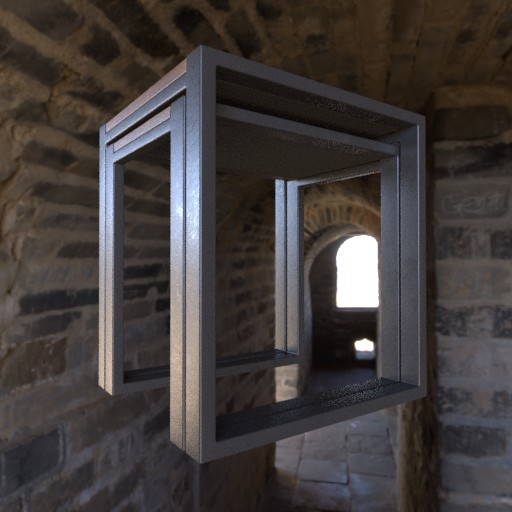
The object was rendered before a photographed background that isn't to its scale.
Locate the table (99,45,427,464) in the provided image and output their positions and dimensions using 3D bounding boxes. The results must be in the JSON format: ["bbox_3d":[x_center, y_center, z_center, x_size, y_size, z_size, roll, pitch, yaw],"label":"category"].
[{"bbox_3d":[0.000,0.000,0.904,0.500,0.550,0.449,0,-1,-36],"label":"table"}]
